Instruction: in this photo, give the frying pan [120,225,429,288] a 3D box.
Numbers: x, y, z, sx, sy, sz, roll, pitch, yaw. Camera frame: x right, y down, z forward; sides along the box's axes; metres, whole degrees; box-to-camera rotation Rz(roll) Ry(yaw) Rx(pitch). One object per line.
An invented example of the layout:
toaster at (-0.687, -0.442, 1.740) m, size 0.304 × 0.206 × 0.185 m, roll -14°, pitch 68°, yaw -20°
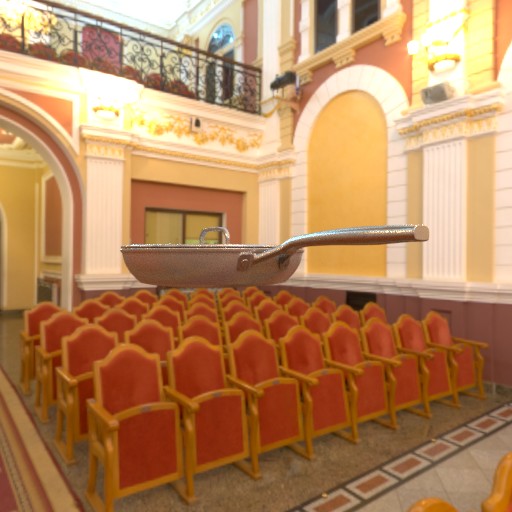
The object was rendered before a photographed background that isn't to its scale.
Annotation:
frying pan at (0.000, 0.000, 0.582) m, size 0.272 × 0.086 × 0.490 m, roll 0°, pitch 0°, yaw -36°
